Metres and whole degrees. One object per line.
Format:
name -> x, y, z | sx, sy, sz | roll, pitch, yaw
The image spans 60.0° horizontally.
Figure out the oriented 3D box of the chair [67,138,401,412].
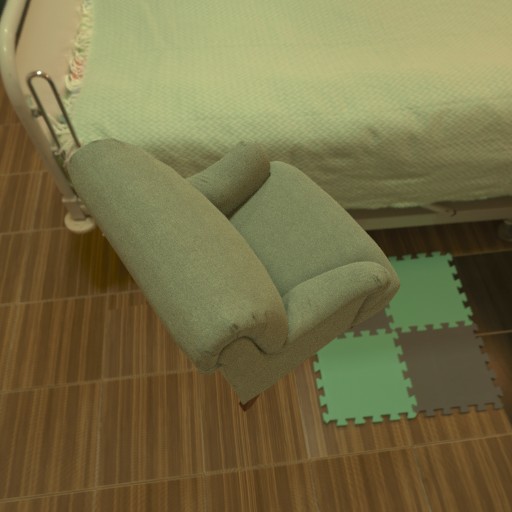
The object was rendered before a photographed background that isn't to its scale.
chair -> 0.000, 0.000, 1.981 | 1.060, 1.178, 0.964 | -32, 64, -18
